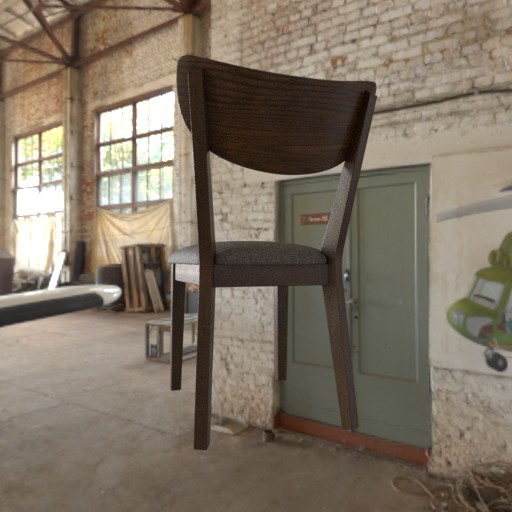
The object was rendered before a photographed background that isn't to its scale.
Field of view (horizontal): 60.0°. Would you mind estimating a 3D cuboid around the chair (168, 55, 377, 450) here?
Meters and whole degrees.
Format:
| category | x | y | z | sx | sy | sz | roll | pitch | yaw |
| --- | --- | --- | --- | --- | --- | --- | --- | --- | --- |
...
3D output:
| category | x | y | z | sx | sy | sz | roll | pitch | yaw |
| --- | --- | --- | --- | --- | --- | --- | --- | --- | --- |
| chair | 0.000 | 0.000 | 1.214 | 0.491 | 0.849 | 0.583 | 0 | 0 | -18 |
